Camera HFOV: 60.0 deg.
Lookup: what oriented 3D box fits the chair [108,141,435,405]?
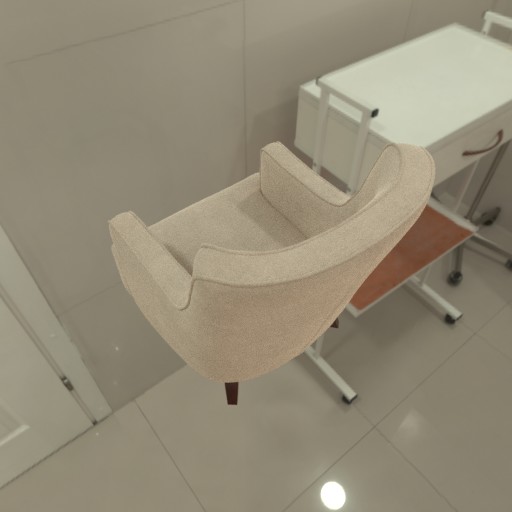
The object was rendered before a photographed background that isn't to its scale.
[{"bbox_3d":[0.000,0.000,1.569,0.781,0.920,0.910,-31,55,-25],"label":"chair"}]
